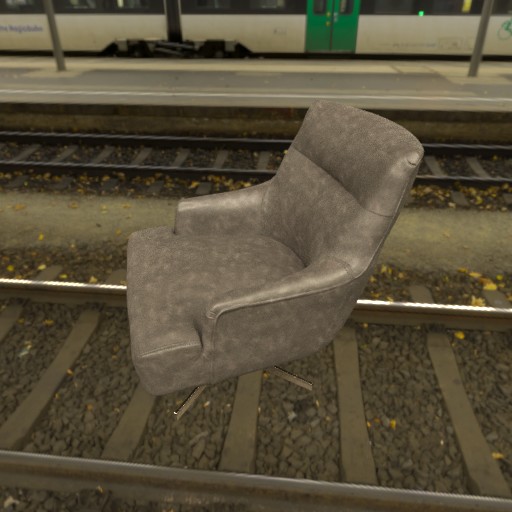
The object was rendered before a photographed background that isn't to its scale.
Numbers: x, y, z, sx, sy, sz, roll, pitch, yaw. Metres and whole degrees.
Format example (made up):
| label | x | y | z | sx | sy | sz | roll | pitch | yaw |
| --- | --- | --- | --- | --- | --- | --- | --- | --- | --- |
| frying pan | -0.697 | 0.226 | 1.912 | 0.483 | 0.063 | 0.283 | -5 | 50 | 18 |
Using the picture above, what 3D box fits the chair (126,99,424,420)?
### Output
| label | x | y | z | sx | sy | sz | roll | pitch | yaw |
| --- | --- | --- | --- | --- | --- | --- | --- | --- | --- |
| chair | 0.000 | 0.000 | 1.501 | 0.874 | 0.870 | 0.738 | -8 | 31 | -13 |
